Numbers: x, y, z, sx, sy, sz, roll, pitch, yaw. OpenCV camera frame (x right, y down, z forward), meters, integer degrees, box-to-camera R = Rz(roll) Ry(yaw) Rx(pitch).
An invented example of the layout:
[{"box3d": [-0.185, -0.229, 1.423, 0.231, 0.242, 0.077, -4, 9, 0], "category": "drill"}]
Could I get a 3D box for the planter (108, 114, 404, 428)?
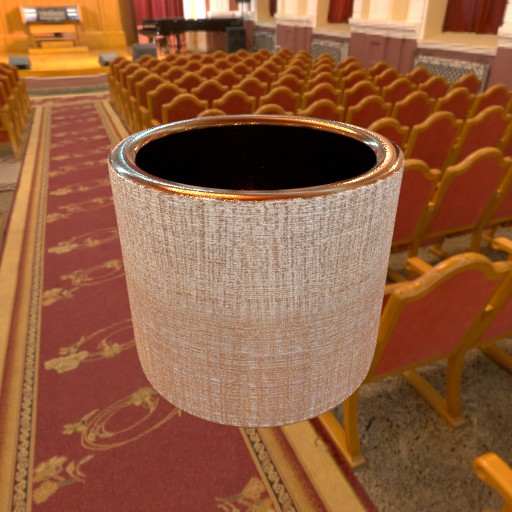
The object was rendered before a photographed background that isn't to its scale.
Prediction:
[{"box3d": [0.000, 0.000, 0.308, 0.177, 0.157, 0.177, 0, 30, 0], "category": "planter"}]
